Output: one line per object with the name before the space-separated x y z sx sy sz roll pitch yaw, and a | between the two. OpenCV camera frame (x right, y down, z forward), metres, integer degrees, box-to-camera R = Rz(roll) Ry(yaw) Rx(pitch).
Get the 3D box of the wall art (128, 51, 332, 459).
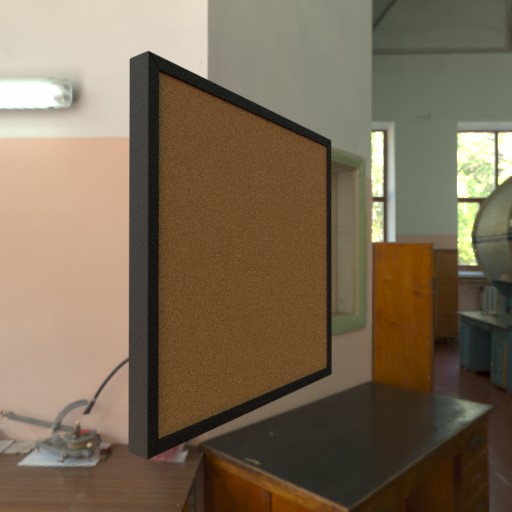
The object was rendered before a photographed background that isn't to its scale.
wall art | 0.000 0.000 0.765 0.037 0.508 0.508 0 -1 36
